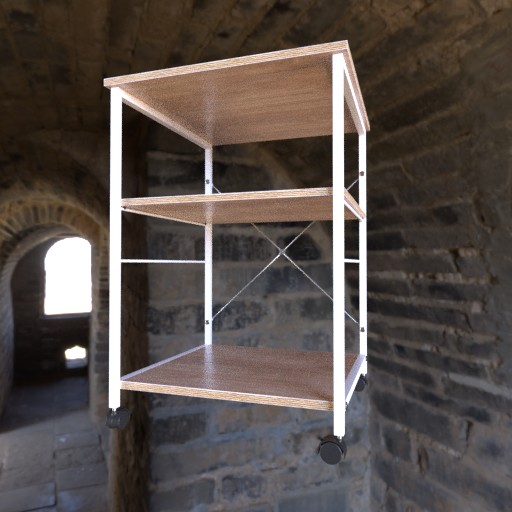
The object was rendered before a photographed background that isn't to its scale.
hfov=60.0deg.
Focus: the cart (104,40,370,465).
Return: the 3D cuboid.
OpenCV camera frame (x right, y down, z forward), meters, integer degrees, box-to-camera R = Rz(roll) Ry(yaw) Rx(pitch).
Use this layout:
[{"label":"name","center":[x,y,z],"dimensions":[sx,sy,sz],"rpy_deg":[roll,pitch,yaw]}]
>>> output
[{"label":"cart","center":[0.000,0.000,1.116],"dimensions":[0.521,0.762,0.520],"rpy_deg":[0,-1,19]}]
